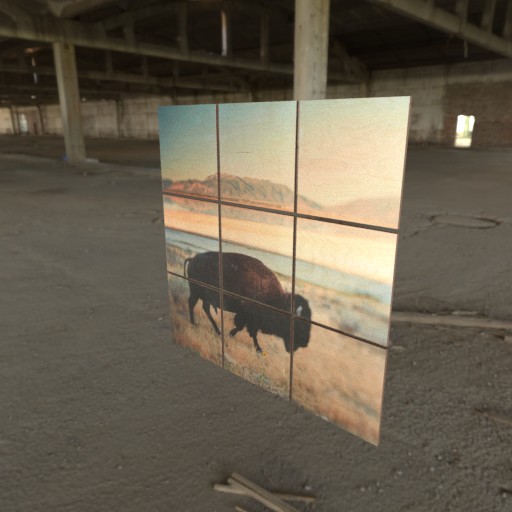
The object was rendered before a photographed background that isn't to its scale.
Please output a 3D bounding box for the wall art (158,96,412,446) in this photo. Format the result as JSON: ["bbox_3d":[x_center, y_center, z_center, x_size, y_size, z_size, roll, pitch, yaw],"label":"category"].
[{"bbox_3d":[0.000,0.000,1.858,1.221,1.218,0.019,15,22,40],"label":"wall art"}]
